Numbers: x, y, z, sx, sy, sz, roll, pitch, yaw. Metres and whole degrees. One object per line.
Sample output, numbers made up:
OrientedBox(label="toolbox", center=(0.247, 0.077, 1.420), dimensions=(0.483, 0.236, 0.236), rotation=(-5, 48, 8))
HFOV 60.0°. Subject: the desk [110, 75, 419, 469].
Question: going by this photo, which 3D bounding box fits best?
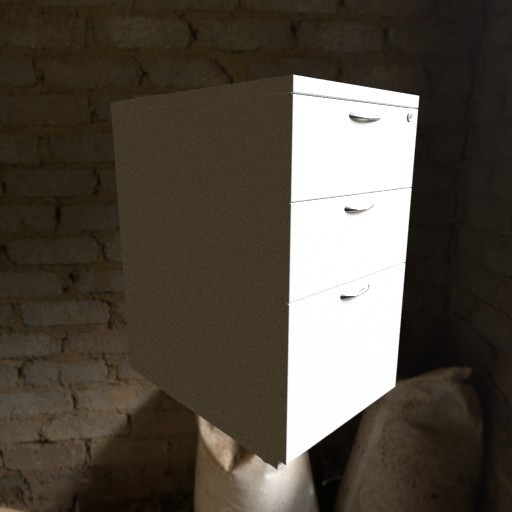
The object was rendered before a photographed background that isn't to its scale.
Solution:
OrientedBox(label="desk", center=(0.000, 0.000, 1.090), dimensions=(0.404, 0.730, 0.600), rotation=(-13, 19, -43))
